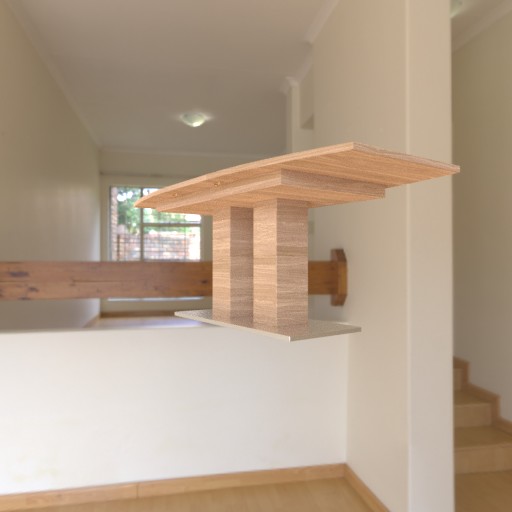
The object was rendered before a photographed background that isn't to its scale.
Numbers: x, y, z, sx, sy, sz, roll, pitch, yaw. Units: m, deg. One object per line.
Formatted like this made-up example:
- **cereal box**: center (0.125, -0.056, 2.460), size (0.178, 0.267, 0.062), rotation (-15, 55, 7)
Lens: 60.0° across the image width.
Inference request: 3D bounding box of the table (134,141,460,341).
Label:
- **table**: center (0.000, 0.000, 2.503), size (0.900, 0.750, 2.032), rotation (0, -1, -36)
